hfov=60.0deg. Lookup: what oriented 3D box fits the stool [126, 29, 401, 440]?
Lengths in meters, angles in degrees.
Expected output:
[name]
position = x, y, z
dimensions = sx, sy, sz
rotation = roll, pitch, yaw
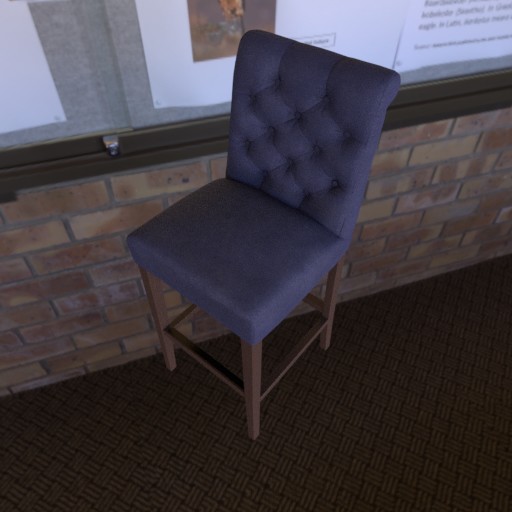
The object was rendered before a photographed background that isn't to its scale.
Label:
[stool]
position = 0.000, 0.000, 1.416
dimensions = 0.493, 1.140, 0.601
rotation = 31, 54, 26
